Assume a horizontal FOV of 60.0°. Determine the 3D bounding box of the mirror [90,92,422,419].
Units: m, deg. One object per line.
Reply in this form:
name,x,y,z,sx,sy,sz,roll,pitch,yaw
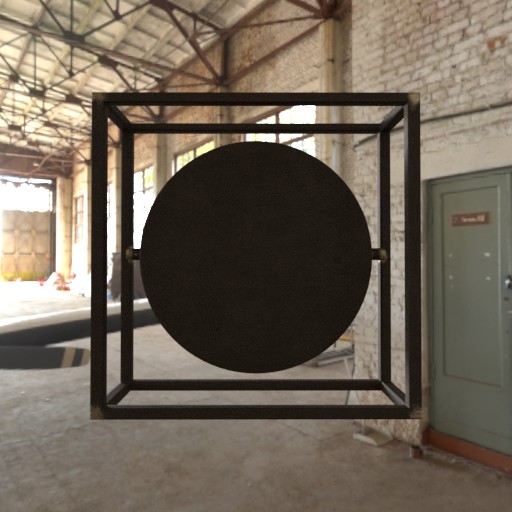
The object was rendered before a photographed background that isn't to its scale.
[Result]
mirror,0.000,0.000,0.464,0.306,0.303,0.107,0,-1,0
